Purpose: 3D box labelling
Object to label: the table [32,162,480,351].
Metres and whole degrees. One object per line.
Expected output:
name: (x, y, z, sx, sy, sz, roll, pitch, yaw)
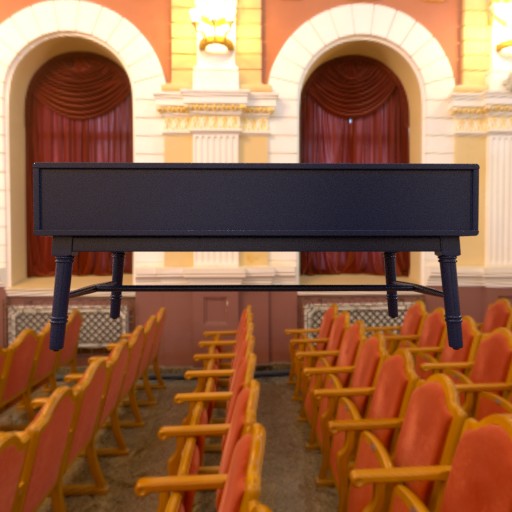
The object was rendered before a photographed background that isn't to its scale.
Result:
table: (0.000, 0.000, 1.347, 1.067, 0.457, 0.572, 0, 1, -1)
